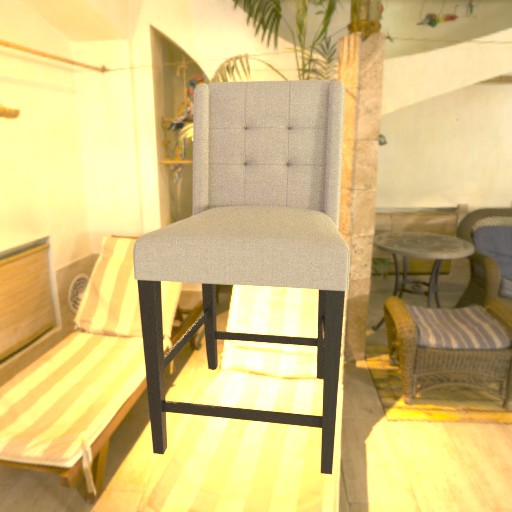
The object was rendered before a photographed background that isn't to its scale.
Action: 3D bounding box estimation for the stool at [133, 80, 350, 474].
[{"bbox_3d":[0.000,0.000,1.198,0.474,0.939,0.509,2,15,9],"label":"stool"}]
